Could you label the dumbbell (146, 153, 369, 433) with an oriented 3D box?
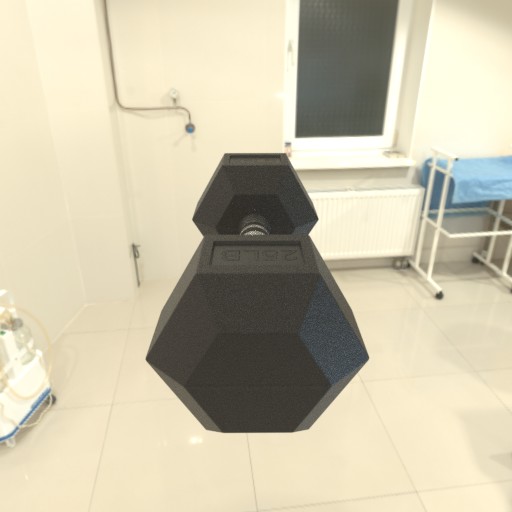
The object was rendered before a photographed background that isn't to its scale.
[{"bbox_3d":[0.000,0.000,0.377,0.129,0.113,0.315,0,26,0],"label":"dumbbell"}]
